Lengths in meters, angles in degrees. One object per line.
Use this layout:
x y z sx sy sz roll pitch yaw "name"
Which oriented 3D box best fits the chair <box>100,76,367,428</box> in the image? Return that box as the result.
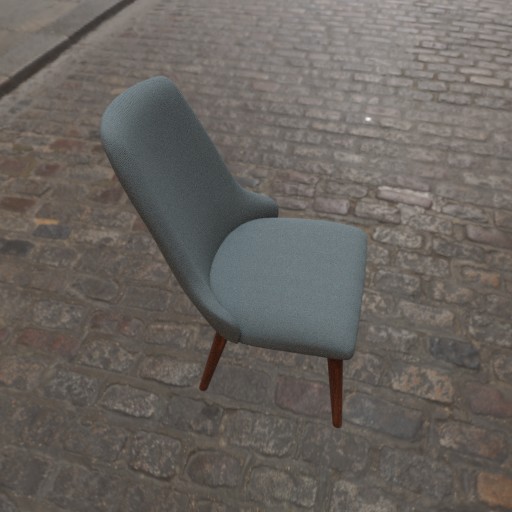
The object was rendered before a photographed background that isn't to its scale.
0.000 0.000 1.334 0.707 0.918 0.535 11 47 10 "chair"
